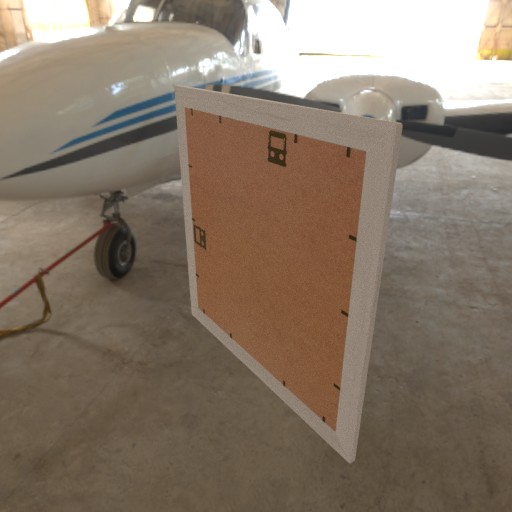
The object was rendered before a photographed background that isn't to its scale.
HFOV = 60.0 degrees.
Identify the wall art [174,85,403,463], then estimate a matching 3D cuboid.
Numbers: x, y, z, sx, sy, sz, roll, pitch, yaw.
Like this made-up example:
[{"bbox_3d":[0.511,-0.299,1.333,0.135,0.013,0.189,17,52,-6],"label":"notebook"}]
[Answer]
[{"bbox_3d":[0.000,0.000,0.869,0.013,0.584,0.584,-18,31,-32],"label":"wall art"}]
